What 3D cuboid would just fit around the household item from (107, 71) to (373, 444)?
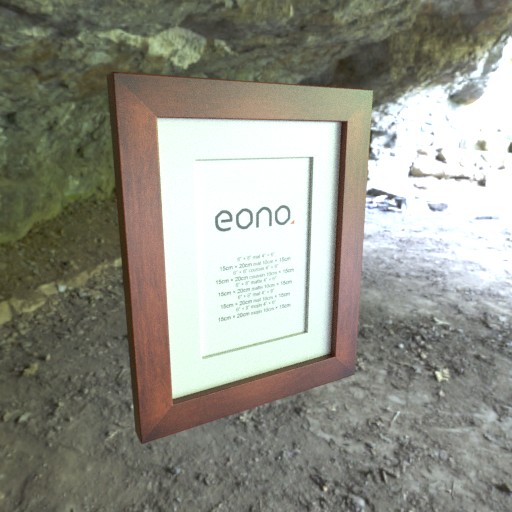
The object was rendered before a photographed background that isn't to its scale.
[{"bbox_3d":[0.000,0.000,0.343,0.200,0.250,0.020,-8,17,-28],"label":"household item"}]
